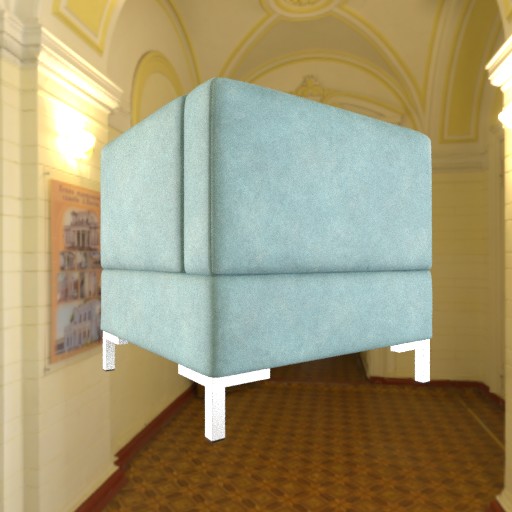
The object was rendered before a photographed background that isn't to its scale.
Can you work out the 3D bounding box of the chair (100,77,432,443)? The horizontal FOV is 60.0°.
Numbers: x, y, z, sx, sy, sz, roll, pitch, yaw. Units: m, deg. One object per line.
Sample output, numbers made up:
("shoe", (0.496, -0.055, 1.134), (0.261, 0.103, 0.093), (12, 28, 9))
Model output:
("chair", (0.000, 0.000, 1.231), (0.691, 0.660, 0.684), (0, 0, -36))
